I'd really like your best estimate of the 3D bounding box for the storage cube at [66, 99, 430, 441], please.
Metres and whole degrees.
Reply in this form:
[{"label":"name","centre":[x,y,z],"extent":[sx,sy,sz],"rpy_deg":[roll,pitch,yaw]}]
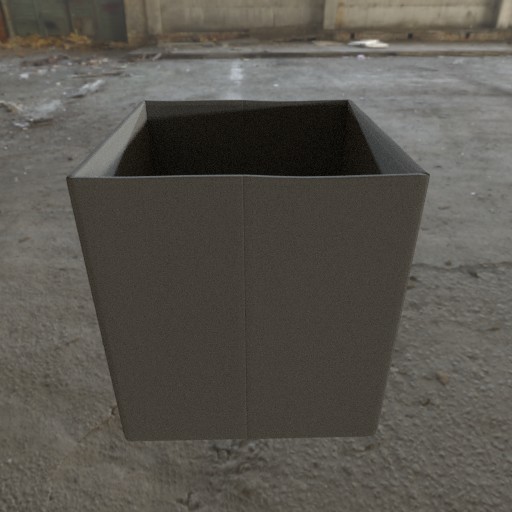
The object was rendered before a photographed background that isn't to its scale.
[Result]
[{"label":"storage cube","centre":[0.000,0.000,0.488],"extent":[0.270,0.280,0.270],"rpy_deg":[-1,30,-1]}]
